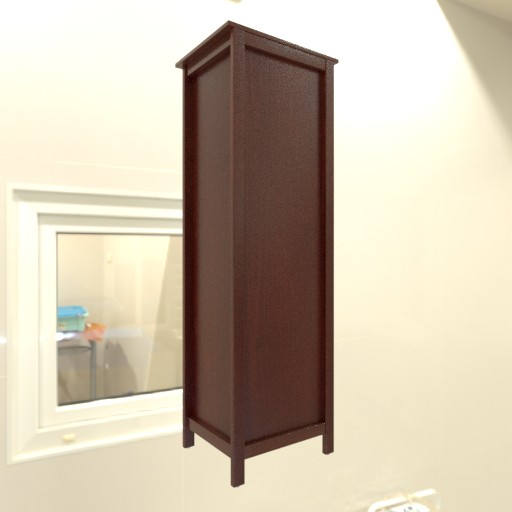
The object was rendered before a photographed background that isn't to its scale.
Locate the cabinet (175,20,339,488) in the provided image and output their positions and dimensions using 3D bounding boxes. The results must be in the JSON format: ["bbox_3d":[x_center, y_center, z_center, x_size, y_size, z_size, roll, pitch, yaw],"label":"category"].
[{"bbox_3d":[0.000,0.000,1.732,0.500,1.518,0.401,0,0,-35],"label":"cabinet"}]
